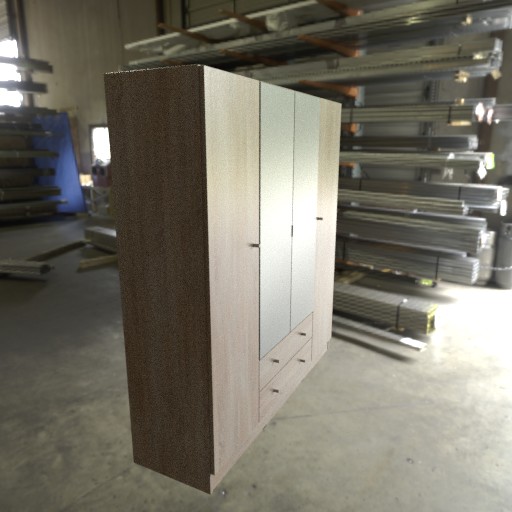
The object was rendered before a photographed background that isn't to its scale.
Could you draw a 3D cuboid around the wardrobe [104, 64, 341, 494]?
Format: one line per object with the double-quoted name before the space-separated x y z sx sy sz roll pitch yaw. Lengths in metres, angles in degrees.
"wardrobe" 0.000 0.000 3.095 0.598 2.159 1.998 7 16 27
